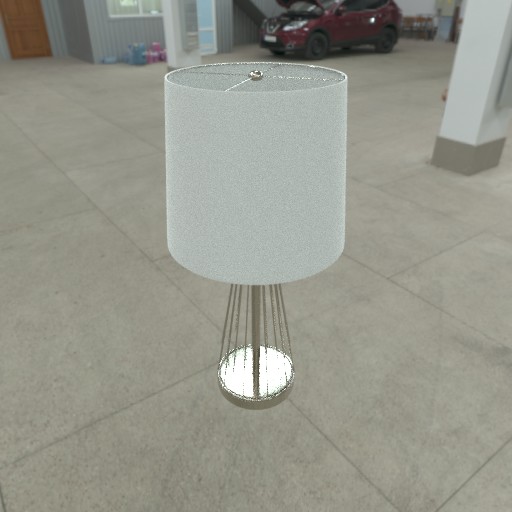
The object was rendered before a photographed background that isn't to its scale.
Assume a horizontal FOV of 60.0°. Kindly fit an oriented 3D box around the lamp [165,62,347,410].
[{"bbox_3d":[0.000,0.000,0.791,0.303,0.618,0.303,0,31,0],"label":"lamp"}]
